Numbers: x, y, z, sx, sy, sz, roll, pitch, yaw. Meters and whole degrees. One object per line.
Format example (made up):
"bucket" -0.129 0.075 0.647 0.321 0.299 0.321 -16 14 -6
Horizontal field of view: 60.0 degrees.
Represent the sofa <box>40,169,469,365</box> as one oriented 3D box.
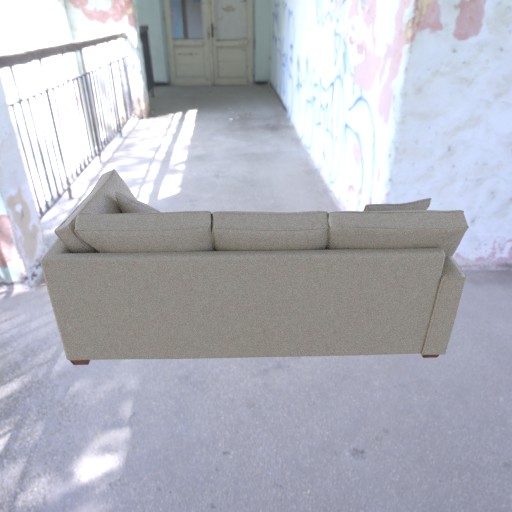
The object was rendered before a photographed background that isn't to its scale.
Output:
"sofa" 0.000 0.000 2.930 2.317 0.962 1.061 -1 30 -1
